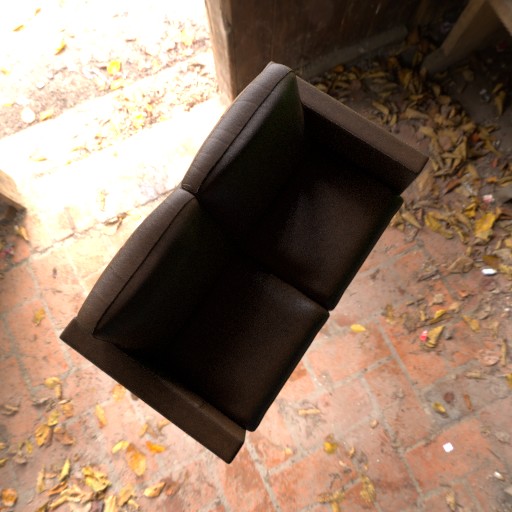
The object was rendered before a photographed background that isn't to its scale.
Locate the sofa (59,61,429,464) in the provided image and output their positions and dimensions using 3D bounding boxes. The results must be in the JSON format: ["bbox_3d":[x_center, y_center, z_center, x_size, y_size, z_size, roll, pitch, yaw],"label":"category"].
[{"bbox_3d":[0.000,0.000,2.119,0.909,0.951,1.578,34,80,7],"label":"sofa"}]
